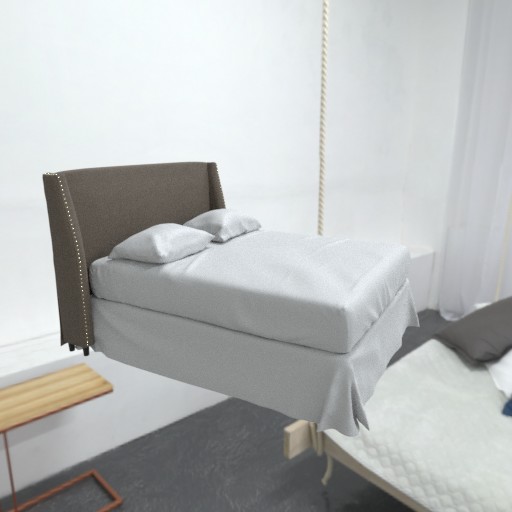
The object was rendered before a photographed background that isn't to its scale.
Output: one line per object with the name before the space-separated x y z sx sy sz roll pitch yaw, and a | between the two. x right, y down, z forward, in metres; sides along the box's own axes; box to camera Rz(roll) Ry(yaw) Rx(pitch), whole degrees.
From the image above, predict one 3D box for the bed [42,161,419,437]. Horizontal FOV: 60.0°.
bed | 0.000 0.000 3.413 2.276 1.332 1.925 8 17 28
